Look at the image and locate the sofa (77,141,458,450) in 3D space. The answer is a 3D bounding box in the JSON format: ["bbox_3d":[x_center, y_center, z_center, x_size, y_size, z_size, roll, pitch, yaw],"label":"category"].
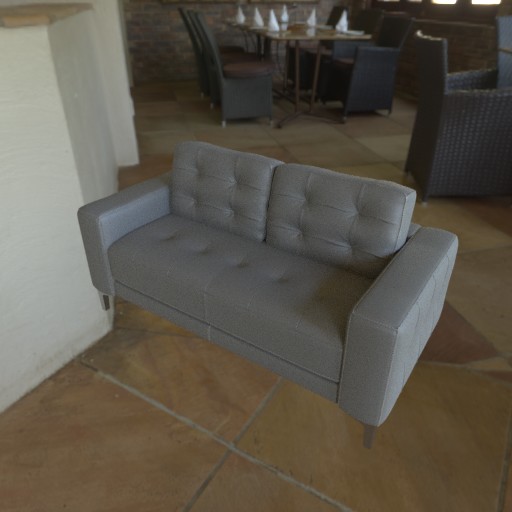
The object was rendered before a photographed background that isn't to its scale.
[{"bbox_3d":[0.000,0.000,2.234,1.726,0.893,0.833,19,36,29],"label":"sofa"}]
